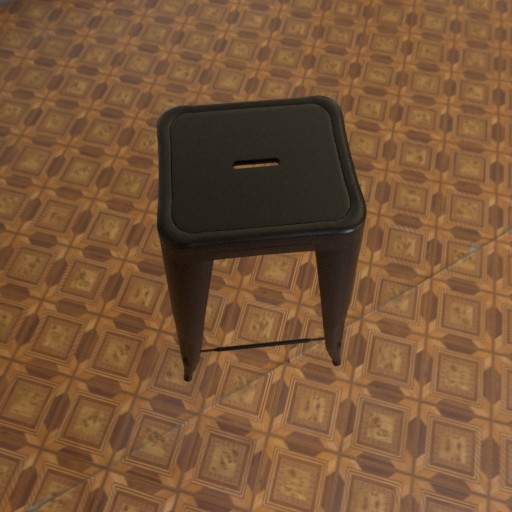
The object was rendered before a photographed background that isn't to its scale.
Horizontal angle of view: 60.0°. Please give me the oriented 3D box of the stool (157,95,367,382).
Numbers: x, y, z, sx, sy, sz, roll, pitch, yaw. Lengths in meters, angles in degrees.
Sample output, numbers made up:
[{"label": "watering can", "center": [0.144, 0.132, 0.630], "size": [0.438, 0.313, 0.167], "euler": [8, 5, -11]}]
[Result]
[{"label": "stool", "center": [0.000, 0.000, 0.917], "size": [0.455, 0.609, 0.423], "euler": [-15, 64, -8]}]
